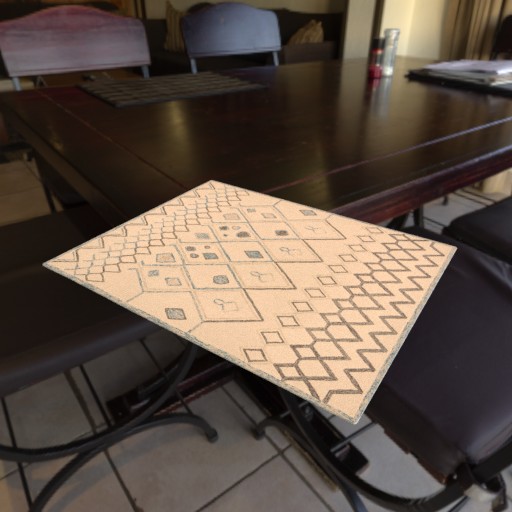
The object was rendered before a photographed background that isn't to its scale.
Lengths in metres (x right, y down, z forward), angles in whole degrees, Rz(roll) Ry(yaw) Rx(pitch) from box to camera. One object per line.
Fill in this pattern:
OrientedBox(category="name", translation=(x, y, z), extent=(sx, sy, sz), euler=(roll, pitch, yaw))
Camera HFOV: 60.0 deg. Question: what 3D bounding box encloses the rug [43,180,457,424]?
OrientedBox(category="rug", translation=(0.000, 0.000, 4.162), extent=(3.056, 0.013, 2.441), euler=(20, 37, 29))
